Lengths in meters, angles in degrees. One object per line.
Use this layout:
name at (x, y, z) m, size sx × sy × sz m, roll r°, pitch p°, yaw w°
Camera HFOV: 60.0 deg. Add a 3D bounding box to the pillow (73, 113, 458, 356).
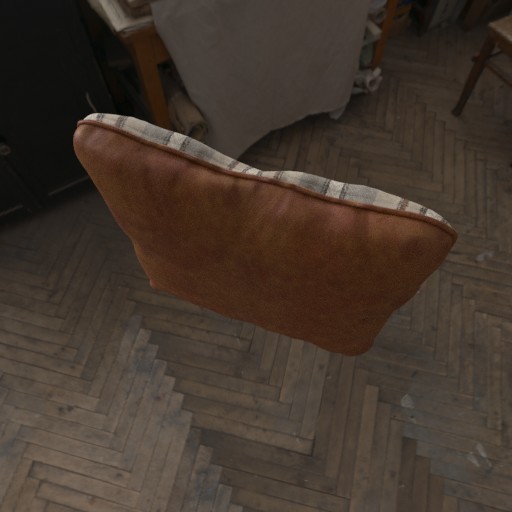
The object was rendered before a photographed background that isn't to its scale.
pillow at (0.000, 0.000, 0.731) m, size 0.489 × 0.490 × 0.130 m, roll 18°, pitch 65°, yaw 9°
